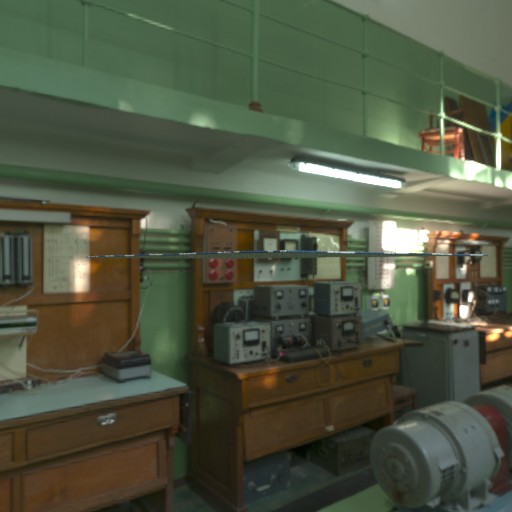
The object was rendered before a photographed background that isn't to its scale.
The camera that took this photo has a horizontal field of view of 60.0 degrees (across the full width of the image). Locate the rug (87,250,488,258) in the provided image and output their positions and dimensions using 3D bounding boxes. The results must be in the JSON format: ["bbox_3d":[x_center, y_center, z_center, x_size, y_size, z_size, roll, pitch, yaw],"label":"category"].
[{"bbox_3d":[0.000,0.000,2.213,1.153,0.010,1.755,1,-1,-38],"label":"rug"}]
